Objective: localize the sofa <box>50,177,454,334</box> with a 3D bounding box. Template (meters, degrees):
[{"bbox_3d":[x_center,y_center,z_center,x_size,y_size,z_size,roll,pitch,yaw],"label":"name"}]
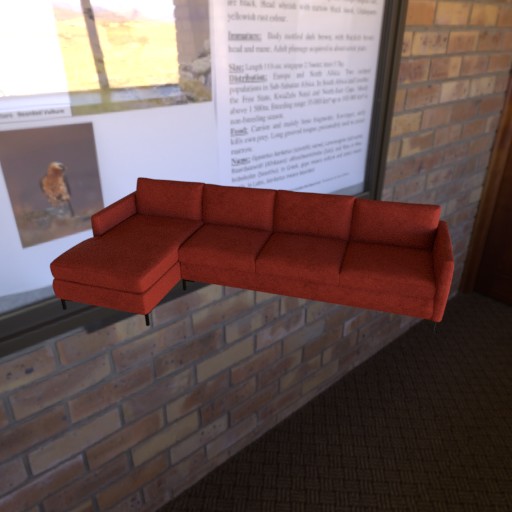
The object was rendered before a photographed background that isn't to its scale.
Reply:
[{"bbox_3d":[0.000,0.000,2.989,2.467,0.663,1.136,8,28,15],"label":"sofa"}]
